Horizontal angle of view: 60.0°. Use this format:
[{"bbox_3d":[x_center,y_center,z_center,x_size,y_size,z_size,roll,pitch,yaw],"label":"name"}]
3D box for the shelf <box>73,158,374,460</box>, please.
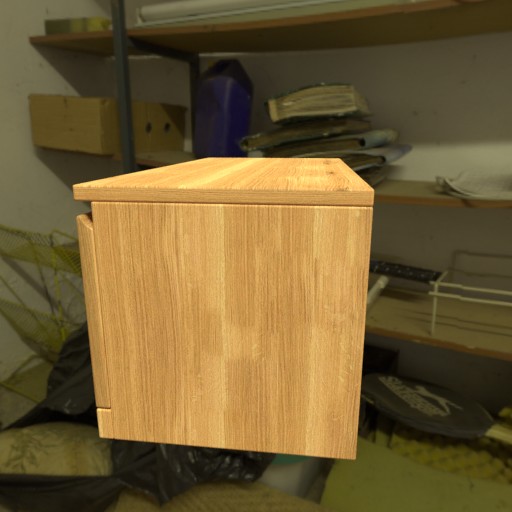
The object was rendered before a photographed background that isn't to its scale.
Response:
[{"bbox_3d":[0.000,0.000,1.011,0.400,0.400,0.800,2,15,7],"label":"shelf"}]
